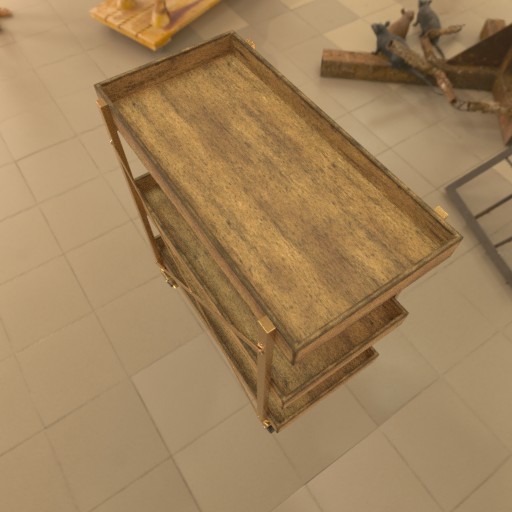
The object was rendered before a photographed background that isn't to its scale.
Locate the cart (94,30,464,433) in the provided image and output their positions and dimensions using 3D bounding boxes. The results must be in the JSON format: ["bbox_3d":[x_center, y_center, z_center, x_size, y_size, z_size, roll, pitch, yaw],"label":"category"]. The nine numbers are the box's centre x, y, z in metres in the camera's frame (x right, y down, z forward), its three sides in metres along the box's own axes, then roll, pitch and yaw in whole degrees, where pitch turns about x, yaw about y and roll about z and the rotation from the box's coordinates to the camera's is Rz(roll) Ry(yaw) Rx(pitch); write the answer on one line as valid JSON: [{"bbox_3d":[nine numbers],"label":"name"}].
[{"bbox_3d":[0.000,0.000,1.224,0.416,0.799,0.750,-30,63,-17],"label":"cart"}]
